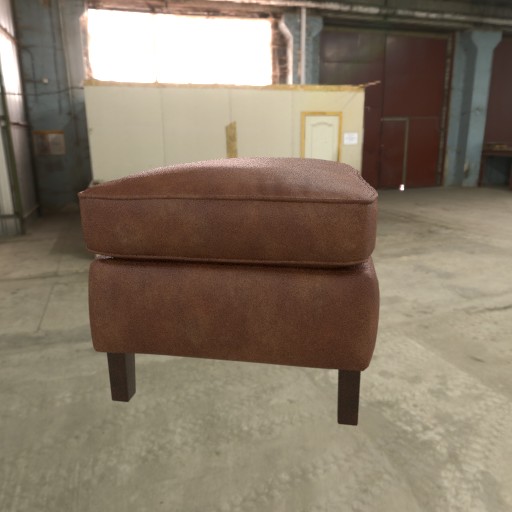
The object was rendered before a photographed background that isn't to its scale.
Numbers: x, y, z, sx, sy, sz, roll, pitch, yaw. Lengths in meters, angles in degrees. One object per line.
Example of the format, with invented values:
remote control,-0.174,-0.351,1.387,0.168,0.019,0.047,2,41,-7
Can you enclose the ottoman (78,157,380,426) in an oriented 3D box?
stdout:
ottoman,0.000,0.000,0.996,0.501,0.418,0.665,3,15,9
